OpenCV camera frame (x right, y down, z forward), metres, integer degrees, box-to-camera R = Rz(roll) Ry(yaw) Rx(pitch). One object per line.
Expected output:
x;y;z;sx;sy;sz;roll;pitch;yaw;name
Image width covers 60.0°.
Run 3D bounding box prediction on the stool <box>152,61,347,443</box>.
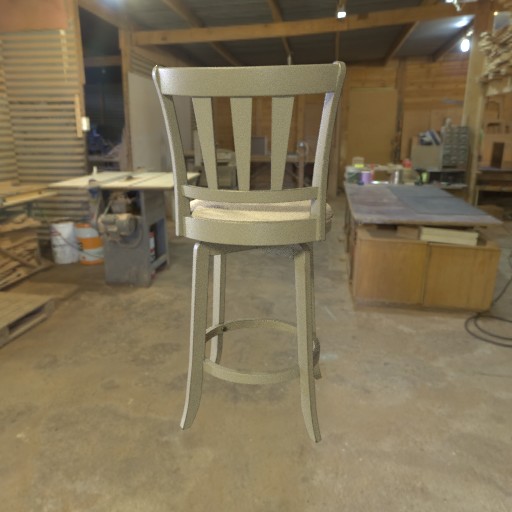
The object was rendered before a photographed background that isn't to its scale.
0.000;0.000;1.288;0.450;0.994;0.486;2;16;8;stool
